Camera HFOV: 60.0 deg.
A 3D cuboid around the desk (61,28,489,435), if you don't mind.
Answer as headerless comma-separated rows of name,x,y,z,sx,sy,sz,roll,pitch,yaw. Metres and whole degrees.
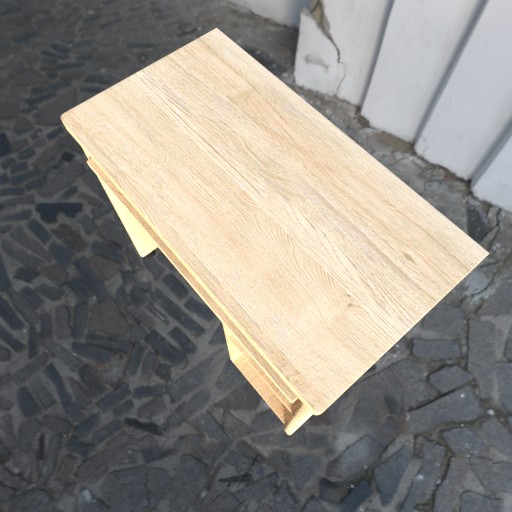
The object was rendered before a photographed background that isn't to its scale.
desk,0.000,0.000,1.316,0.480,0.770,0.885,-38,70,-16
